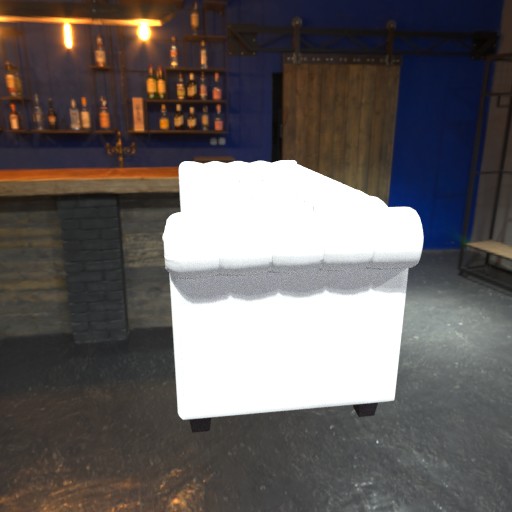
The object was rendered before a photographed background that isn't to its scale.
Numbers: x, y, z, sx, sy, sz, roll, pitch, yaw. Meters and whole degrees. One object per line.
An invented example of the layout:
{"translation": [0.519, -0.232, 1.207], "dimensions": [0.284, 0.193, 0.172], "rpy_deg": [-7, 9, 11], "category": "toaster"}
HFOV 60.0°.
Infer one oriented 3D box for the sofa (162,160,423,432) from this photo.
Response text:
{"translation": [0.000, 0.000, 2.198], "dimensions": [0.771, 0.796, 1.798], "rpy_deg": [-2, 17, -8], "category": "sofa"}
